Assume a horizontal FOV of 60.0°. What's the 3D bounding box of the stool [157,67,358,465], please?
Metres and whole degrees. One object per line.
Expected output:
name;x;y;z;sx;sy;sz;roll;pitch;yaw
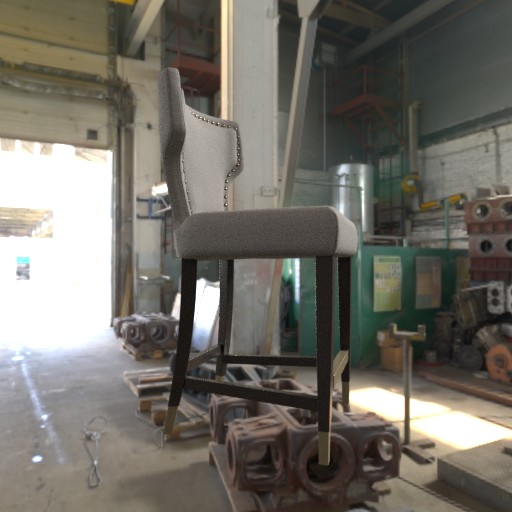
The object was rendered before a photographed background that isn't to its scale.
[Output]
stool;0.000;0.000;1.339;0.563;0.982;0.527;0;-1;18
